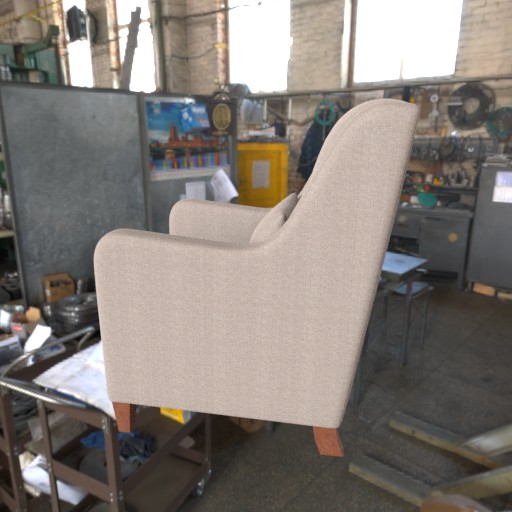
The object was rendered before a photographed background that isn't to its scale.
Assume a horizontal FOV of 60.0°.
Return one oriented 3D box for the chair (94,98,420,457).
[{"bbox_3d":[0.000,0.000,1.545,0.890,1.017,0.715,2,16,9],"label":"chair"}]
